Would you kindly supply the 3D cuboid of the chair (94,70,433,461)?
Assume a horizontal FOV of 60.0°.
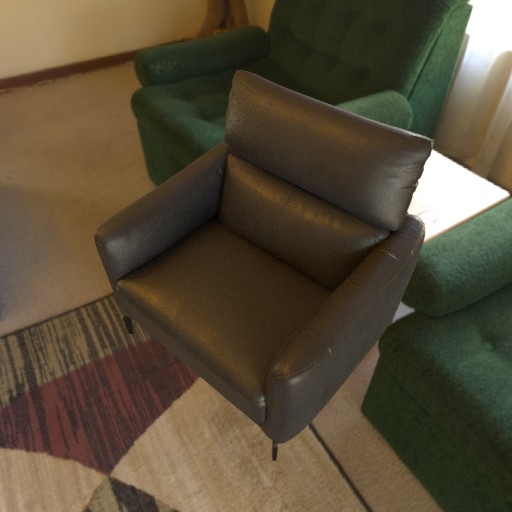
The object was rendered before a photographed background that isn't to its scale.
[{"bbox_3d":[0.000,0.000,1.634,0.976,0.949,0.809,32,53,27],"label":"chair"}]
